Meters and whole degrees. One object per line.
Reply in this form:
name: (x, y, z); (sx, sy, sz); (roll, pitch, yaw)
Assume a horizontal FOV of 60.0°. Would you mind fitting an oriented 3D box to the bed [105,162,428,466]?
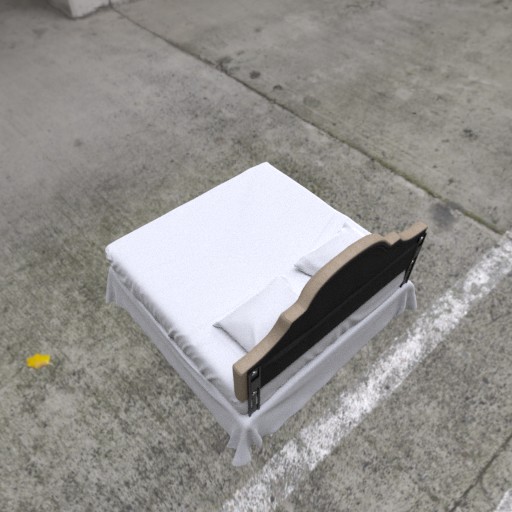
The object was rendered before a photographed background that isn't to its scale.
bed: (0.000, 0.000, 3.913); (2.303, 1.631, 2.222); (-33, 56, -26)
